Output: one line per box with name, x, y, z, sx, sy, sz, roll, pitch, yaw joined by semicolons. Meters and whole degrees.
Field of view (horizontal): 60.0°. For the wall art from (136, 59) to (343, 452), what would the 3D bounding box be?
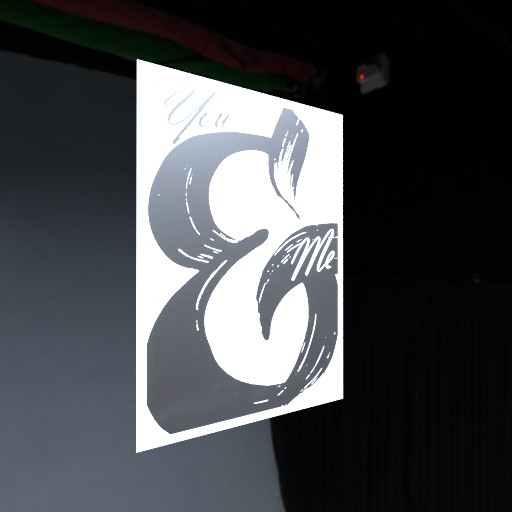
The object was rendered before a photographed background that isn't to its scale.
wall art;0.000;0.000;0.822;0.457;0.609;0.003;0;-1;-36
